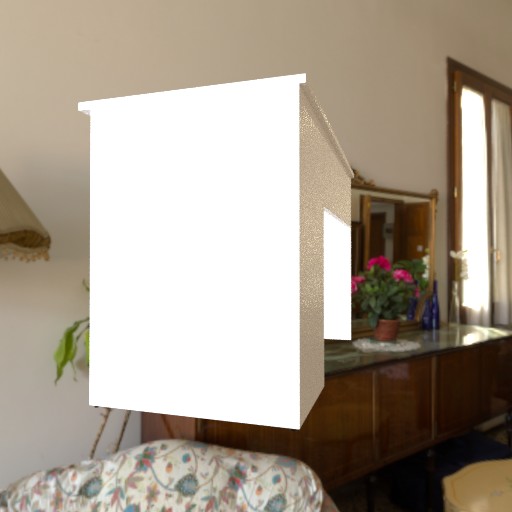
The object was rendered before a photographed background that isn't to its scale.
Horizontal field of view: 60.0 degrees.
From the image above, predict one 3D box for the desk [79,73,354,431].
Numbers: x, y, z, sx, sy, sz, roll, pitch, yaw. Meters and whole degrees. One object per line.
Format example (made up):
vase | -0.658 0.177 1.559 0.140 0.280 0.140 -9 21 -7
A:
desk | 0.000 0.000 1.513 0.560 0.735 1.097 0 -1 18
